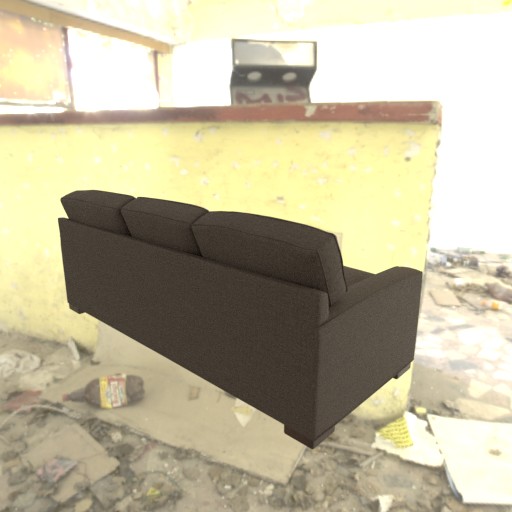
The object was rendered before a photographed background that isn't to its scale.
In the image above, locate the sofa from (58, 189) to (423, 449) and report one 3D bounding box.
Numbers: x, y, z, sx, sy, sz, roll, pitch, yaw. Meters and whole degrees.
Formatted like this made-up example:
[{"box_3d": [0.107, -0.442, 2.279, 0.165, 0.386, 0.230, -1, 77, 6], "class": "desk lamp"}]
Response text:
[{"box_3d": [0.000, 0.000, 3.185, 2.370, 0.973, 1.790, 14, 21, 41], "class": "sofa"}]
